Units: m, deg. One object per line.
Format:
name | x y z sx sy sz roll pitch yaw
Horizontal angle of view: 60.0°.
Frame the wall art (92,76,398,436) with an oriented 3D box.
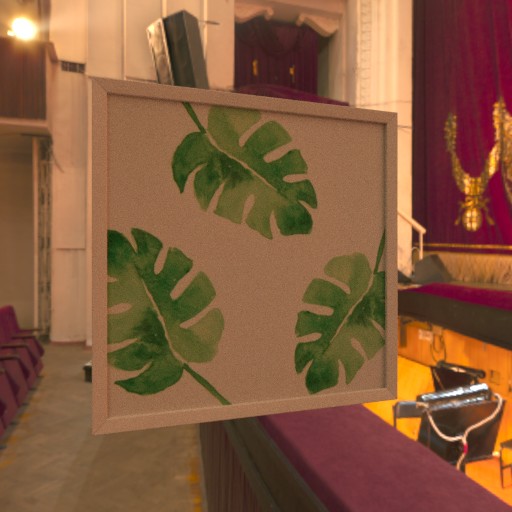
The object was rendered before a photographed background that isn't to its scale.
wall art | 0.000 0.000 0.441 0.305 0.305 0.038 0 0 -18
